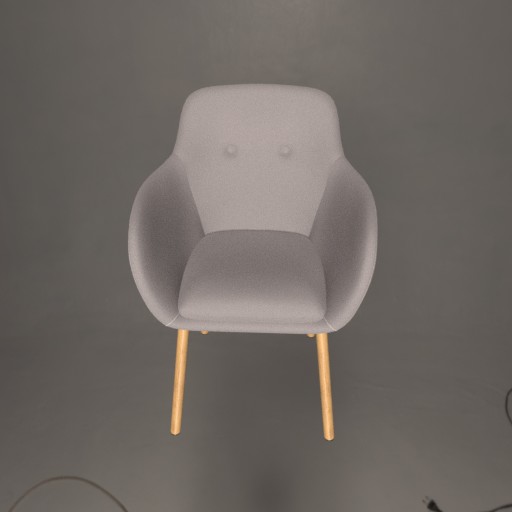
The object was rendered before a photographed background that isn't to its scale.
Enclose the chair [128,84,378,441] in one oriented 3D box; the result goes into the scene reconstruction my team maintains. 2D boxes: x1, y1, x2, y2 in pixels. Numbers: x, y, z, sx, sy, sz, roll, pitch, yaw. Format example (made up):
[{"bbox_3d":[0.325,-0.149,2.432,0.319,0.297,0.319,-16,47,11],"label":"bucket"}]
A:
[{"bbox_3d":[0.000,0.000,1.265,0.570,0.830,0.590,1,32,2],"label":"chair"}]
